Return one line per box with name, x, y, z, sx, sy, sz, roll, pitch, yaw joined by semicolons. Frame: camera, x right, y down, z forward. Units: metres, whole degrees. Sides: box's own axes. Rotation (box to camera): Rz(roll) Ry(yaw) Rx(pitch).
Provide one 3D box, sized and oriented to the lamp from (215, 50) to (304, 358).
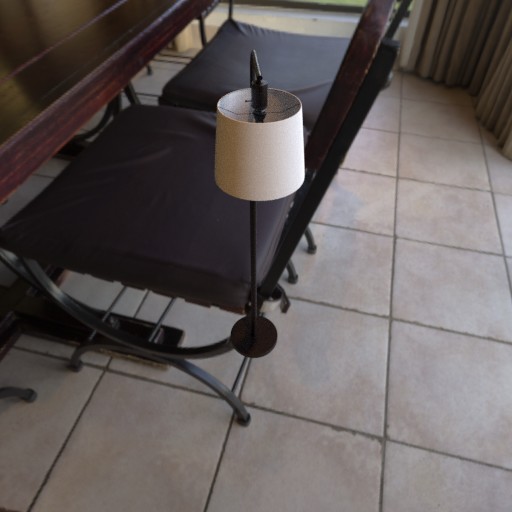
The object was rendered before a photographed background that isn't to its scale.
lamp;0.000;0.000;1.673;0.254;1.478;0.508;-3;46;-3
